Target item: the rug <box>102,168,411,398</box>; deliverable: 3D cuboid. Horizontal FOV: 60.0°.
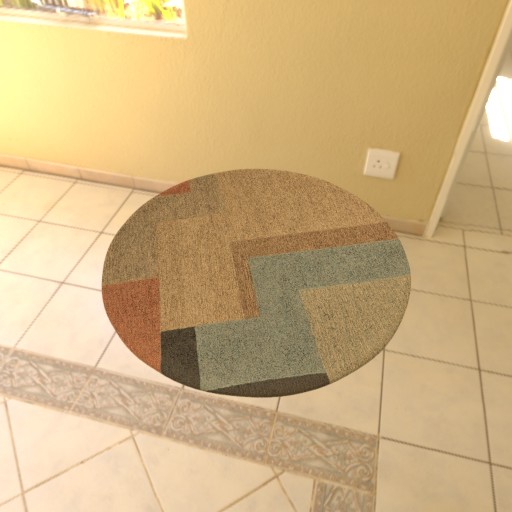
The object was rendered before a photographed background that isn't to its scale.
[{"bbox_3d":[0.000,0.000,3.620,2.461,0.033,2.461,0,46,0],"label":"rug"}]
